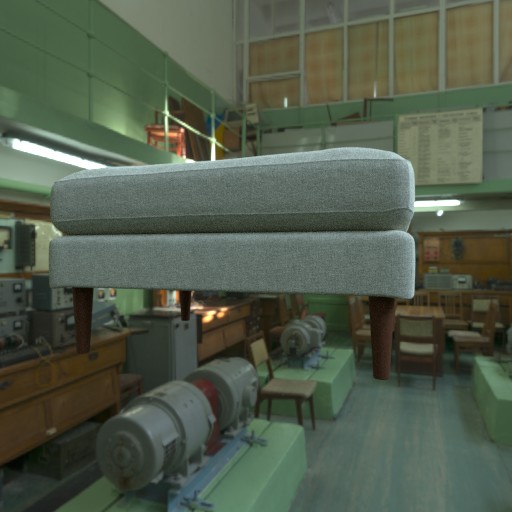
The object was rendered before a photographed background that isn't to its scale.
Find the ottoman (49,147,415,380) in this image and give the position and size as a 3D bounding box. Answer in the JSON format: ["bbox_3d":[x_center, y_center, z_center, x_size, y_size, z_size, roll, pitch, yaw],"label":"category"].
[{"bbox_3d":[0.000,0.000,1.239,0.821,0.474,0.693,0,1,18],"label":"ottoman"}]
